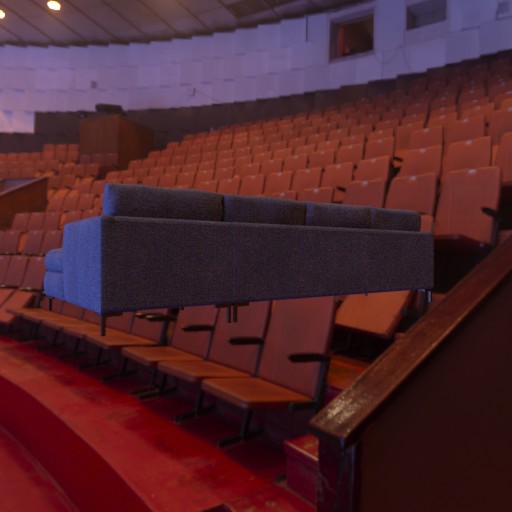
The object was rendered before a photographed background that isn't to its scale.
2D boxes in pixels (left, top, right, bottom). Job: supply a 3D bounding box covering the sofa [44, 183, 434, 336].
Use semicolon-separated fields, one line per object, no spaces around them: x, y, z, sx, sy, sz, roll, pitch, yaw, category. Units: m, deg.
0.000;0.000;3.585;2.932;0.810;1.350;0;0;-35;sofa
